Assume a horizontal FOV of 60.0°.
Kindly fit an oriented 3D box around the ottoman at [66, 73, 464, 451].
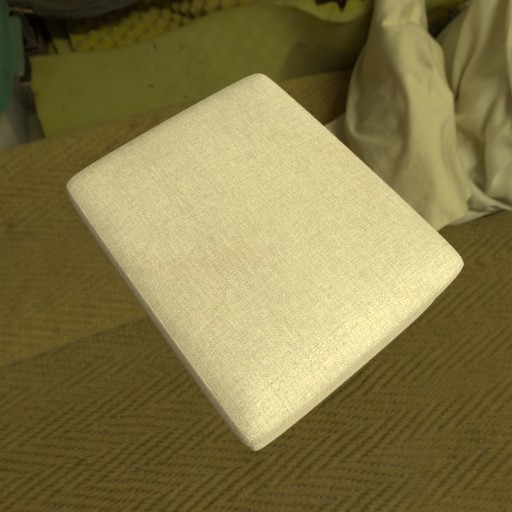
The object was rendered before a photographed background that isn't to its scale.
[{"bbox_3d":[0.000,0.000,1.257,0.671,0.490,0.820,-35,70,-15],"label":"ottoman"}]
